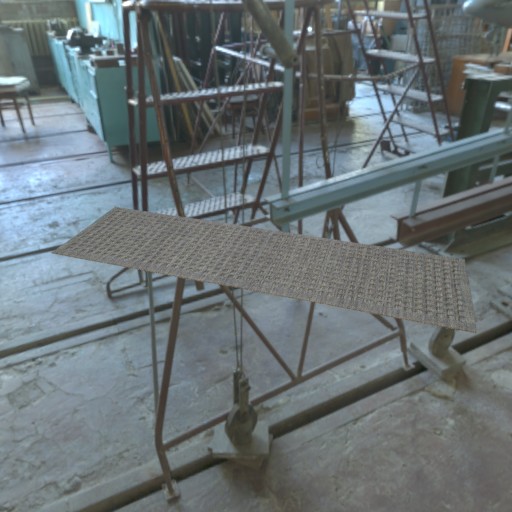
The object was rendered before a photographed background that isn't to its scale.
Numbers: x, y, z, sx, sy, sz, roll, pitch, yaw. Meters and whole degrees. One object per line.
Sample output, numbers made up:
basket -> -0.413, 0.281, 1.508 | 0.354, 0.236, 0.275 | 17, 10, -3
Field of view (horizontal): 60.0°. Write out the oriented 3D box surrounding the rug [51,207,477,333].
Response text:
rug -> 0.000, 0.000, 2.716 | 2.443, 0.009, 0.706 | 9, 33, 15
